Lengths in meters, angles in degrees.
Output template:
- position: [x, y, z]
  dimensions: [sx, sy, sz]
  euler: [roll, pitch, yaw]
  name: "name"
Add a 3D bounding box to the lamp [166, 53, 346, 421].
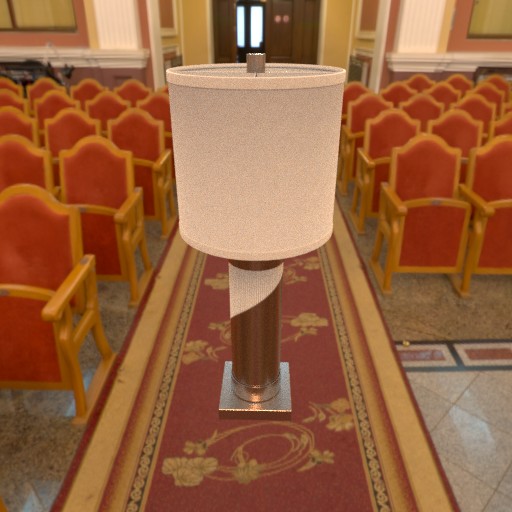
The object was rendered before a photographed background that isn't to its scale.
- position: [0.000, 0.000, 0.614]
  dimensions: [0.202, 0.509, 0.202]
  euler: [1, 27, 1]
  name: "lamp"
